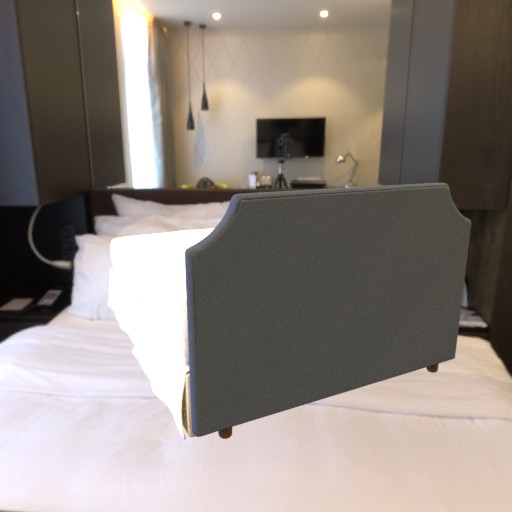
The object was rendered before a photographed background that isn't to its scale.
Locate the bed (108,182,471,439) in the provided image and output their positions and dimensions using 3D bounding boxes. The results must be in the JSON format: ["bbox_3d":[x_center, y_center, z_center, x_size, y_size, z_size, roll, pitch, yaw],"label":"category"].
[{"bbox_3d":[0.000,0.000,4.109,2.350,1.488,2.773,-7,16,-26],"label":"bed"}]
